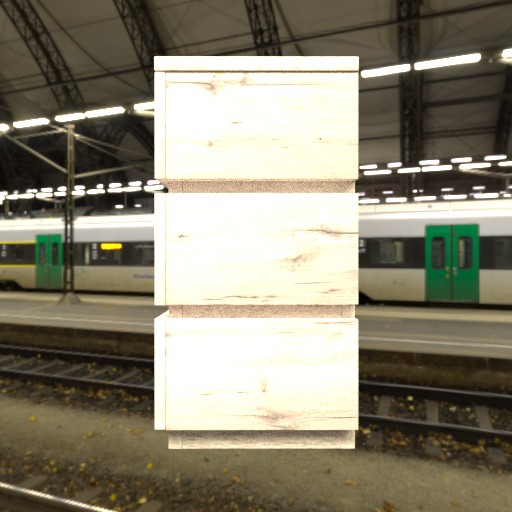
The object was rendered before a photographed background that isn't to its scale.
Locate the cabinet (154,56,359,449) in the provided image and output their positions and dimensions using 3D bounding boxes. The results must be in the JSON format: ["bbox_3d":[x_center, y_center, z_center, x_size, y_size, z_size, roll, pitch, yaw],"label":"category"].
[{"bbox_3d":[0.000,0.000,1.430,0.420,0.820,1.040,0,0,0],"label":"cabinet"}]
